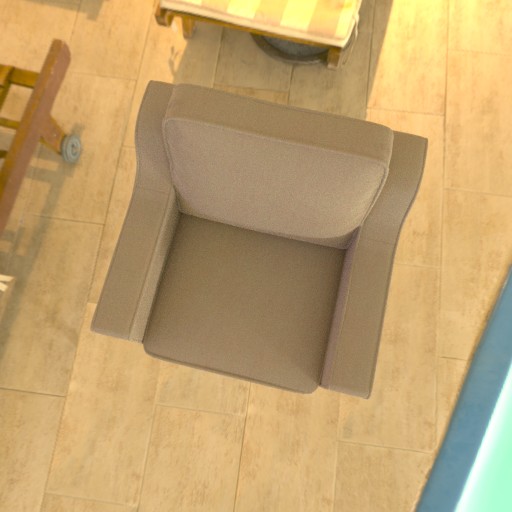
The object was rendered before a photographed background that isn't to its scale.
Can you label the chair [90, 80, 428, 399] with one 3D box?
[{"bbox_3d":[0.000,0.000,1.614,0.922,0.948,0.882,13,77,3],"label":"chair"}]
